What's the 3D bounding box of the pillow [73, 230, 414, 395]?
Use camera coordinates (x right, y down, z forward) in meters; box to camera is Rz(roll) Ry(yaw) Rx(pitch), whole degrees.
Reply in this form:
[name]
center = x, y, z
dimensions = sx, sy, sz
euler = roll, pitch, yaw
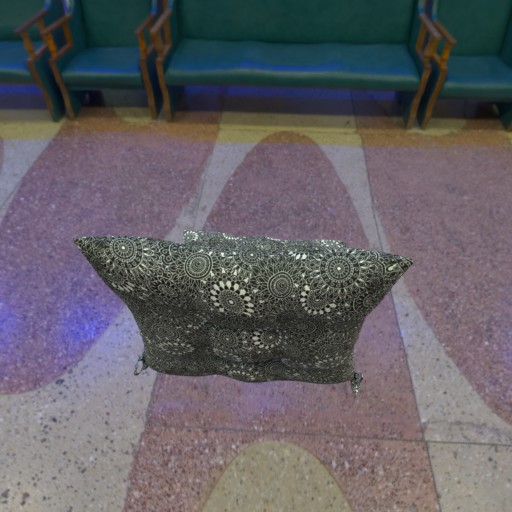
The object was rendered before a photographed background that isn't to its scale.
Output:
[pillow]
center = 0.000, 0.000, 1.007
dimensions = 0.541, 0.536, 0.585
euler = 4, 46, 4
